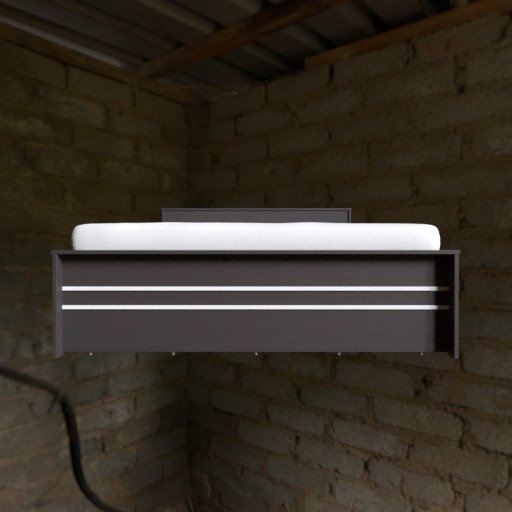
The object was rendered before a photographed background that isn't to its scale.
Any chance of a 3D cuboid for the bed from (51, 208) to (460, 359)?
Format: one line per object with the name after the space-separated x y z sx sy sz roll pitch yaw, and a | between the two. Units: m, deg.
0.000 0.000 2.821 1.634 0.808 2.103 0 0 0 | bed
